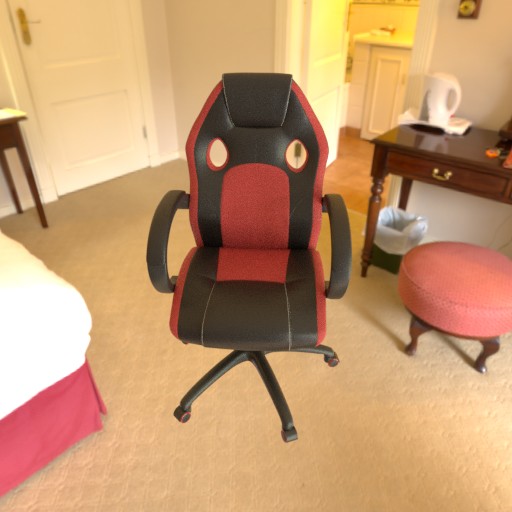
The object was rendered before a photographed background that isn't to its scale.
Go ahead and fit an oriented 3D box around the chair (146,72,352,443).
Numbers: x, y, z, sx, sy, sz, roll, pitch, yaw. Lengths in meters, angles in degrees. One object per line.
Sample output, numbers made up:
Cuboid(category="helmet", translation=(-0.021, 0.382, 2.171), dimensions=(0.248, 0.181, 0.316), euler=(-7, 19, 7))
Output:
Cuboid(category="chair", translation=(0.000, 0.000, 1.684), dimensions=(0.750, 1.189, 0.783), euler=(2, 32, 3))
